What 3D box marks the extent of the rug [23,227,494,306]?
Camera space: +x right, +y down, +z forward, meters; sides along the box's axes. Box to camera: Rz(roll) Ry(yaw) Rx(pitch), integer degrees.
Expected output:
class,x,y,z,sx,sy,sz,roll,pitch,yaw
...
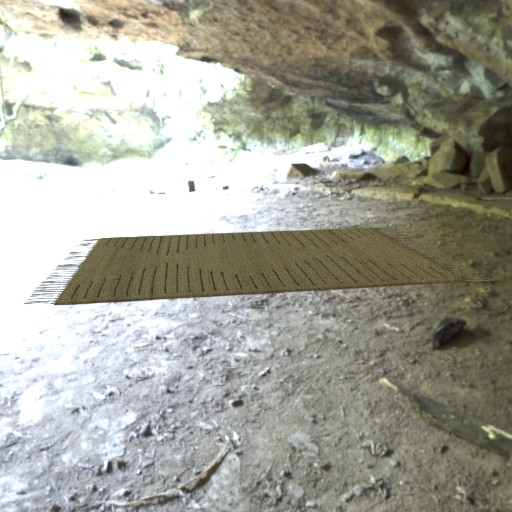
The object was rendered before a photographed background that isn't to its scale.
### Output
class,x,y,z,sx,sy,sz,roll,pitch,yaw
rug,0.000,0.000,1.988,1.718,0.017,0.905,-3,17,-8
